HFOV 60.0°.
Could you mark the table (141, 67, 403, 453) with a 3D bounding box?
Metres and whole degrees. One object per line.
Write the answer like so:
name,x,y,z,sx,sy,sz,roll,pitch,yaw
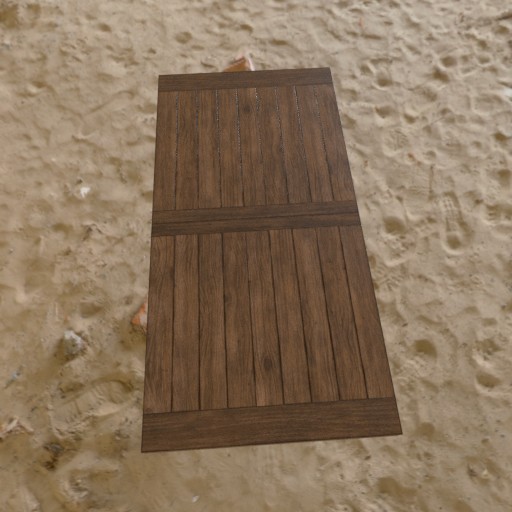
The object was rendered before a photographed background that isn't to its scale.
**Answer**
table,0.000,0.000,2.326,0.931,0.757,1.867,-3,63,-2
